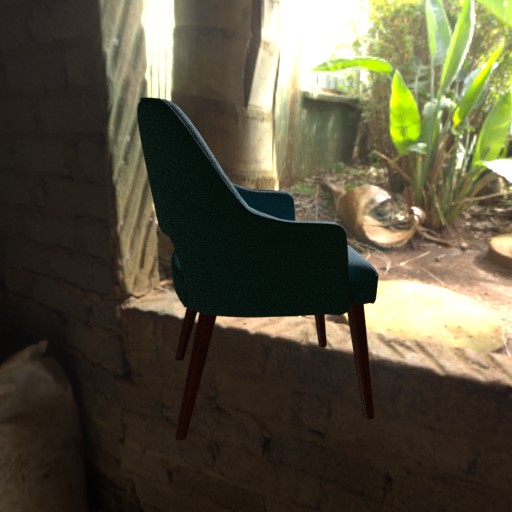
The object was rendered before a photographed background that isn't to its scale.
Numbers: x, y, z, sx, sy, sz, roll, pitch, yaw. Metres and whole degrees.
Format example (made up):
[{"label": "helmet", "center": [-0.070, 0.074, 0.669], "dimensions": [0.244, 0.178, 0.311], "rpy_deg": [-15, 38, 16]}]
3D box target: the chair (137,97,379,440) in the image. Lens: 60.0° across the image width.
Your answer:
[{"label": "chair", "center": [0.000, 0.000, 1.273], "dimensions": [0.605, 0.849, 0.548], "rpy_deg": [-3, 17, -9]}]
